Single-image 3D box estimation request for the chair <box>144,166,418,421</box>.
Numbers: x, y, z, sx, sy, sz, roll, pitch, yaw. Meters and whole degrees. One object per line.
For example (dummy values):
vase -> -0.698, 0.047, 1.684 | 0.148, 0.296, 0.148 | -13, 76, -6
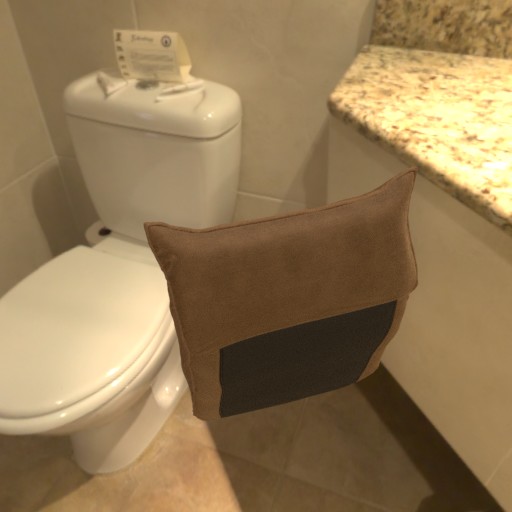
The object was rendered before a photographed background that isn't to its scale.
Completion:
chair -> 0.000, 0.000, 1.574 | 0.714, 0.892, 0.985 | -11, 41, -13
